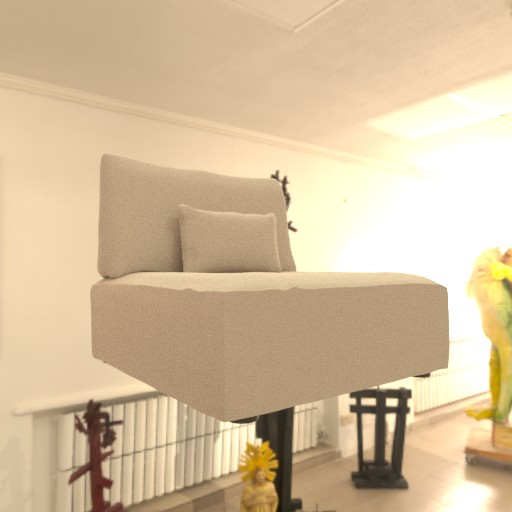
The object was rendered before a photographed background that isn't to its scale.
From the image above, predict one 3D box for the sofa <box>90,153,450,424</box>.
[{"bbox_3d":[0.000,0.000,1.665,0.935,0.828,1.000,1,-2,-37],"label":"sofa"}]
